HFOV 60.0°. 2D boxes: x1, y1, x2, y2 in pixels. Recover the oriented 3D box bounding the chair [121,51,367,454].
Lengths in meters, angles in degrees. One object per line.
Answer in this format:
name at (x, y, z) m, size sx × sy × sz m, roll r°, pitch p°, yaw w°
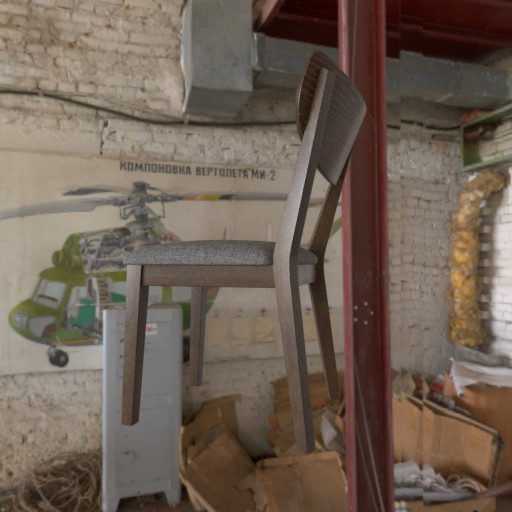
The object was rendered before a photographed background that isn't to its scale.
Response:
chair at (0.000, 0.000, 1.205) m, size 0.583 × 0.849 × 0.491 m, roll 0°, pitch 0°, yaw 19°
